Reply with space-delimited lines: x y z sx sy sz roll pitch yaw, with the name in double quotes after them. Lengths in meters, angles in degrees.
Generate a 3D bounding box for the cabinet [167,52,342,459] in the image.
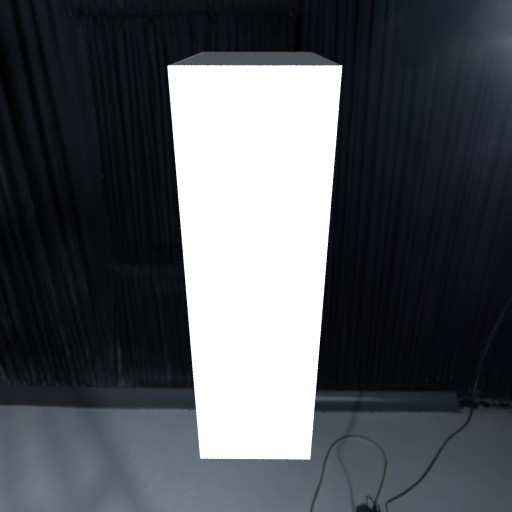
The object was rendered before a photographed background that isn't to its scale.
0.000 0.000 2.345 0.580 1.920 0.980 0 27 1 "cabinet"
